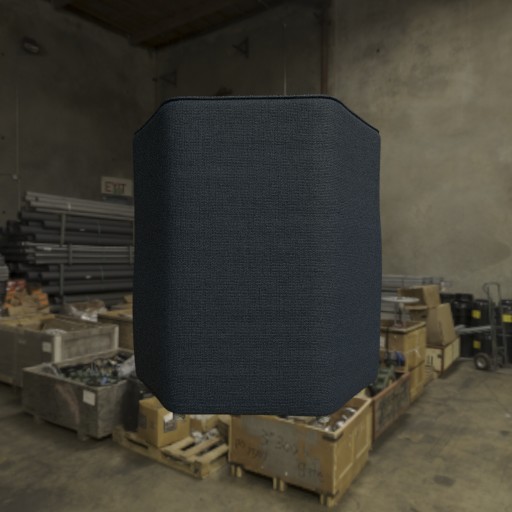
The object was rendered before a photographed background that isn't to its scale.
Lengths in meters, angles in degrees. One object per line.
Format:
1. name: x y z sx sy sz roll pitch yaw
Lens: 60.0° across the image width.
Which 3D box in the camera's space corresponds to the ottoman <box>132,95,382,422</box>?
1. ottoman: 0.000 0.000 0.882 0.454 0.505 0.492 0 1 36
